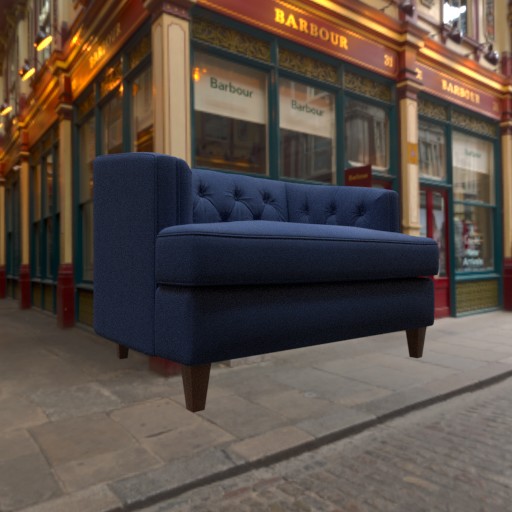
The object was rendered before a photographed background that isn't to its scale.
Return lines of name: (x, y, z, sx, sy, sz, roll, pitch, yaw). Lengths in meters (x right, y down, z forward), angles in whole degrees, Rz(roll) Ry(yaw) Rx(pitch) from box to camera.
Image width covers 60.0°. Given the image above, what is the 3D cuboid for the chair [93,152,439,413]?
chair: (0.000, 0.000, 1.724, 1.118, 0.787, 0.914, 0, -1, -38)
